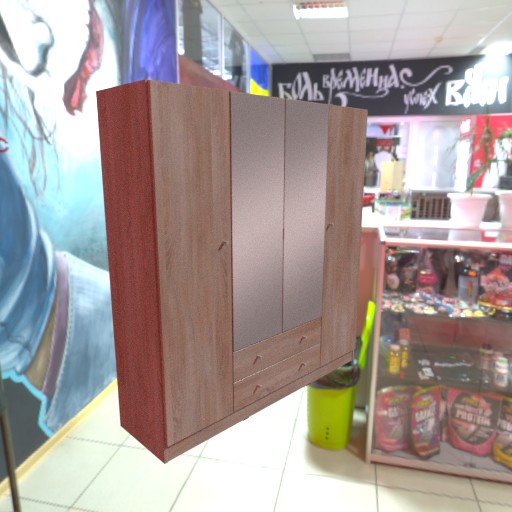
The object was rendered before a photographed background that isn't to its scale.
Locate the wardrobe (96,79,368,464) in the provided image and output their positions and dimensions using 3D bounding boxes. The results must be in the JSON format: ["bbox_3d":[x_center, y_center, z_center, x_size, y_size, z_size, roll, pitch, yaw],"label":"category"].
[{"bbox_3d":[0.000,0.000,3.257,1.998,2.159,0.598,-12,17,-43],"label":"wardrobe"}]
